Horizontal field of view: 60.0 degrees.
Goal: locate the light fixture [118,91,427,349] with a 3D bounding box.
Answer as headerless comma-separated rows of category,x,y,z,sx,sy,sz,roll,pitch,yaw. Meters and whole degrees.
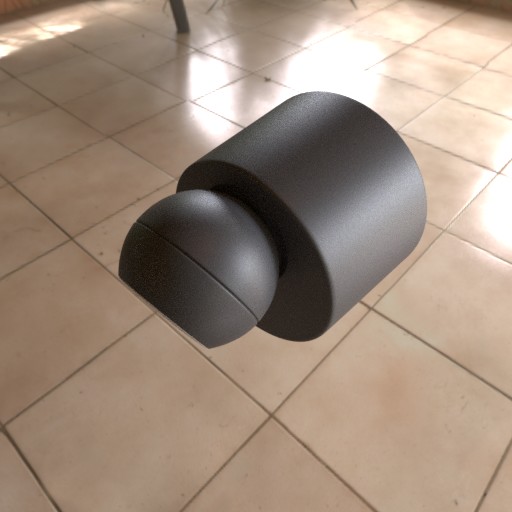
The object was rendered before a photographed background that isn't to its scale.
light fixture,0.000,0.000,0.267,0.134,0.143,0.160,33,55,27
